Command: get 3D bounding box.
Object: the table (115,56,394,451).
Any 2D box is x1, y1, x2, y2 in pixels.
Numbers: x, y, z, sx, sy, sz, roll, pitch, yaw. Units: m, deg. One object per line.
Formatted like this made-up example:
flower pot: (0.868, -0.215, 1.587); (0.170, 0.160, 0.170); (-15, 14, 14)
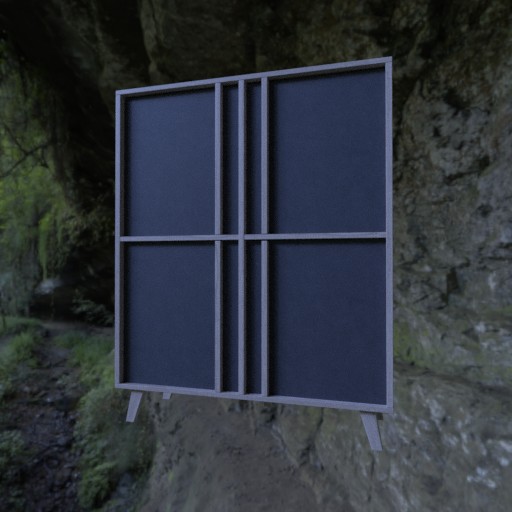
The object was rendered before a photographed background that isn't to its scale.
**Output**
table: (0.000, 0.000, 1.888); (1.111, 1.388, 0.398); (0, -1, 16)
